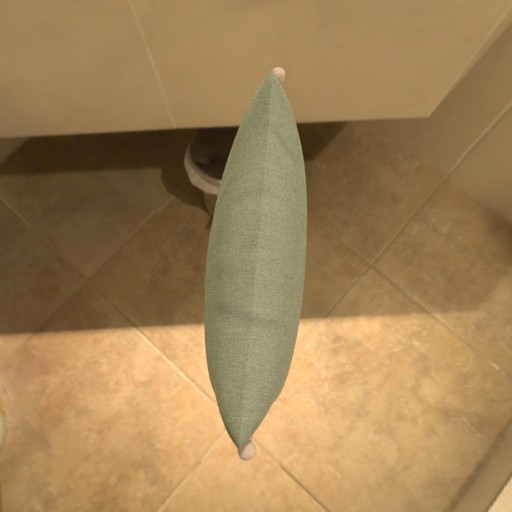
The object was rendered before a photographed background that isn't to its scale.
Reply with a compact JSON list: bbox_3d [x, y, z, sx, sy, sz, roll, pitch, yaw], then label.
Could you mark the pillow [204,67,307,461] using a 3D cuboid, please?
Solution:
[{"bbox_3d":[0.000,0.000,0.880,0.201,0.322,0.709,5,75,1],"label":"pillow"}]
